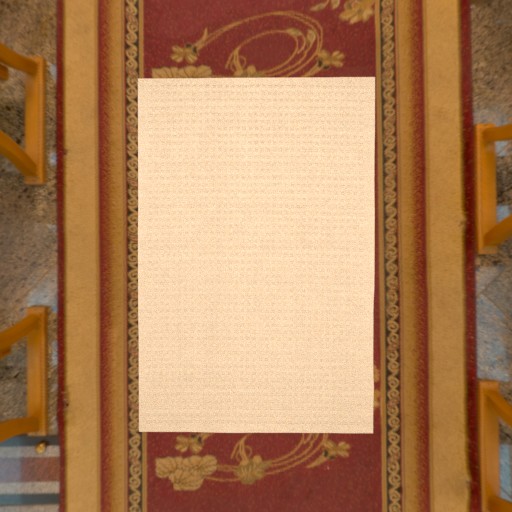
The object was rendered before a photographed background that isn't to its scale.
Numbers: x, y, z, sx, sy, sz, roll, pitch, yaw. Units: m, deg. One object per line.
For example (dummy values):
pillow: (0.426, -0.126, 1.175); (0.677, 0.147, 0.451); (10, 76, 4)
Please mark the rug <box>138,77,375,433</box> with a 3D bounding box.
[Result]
rug: (0.000, 0.000, 2.856); (1.523, 0.006, 2.289); (0, 91, 0)
